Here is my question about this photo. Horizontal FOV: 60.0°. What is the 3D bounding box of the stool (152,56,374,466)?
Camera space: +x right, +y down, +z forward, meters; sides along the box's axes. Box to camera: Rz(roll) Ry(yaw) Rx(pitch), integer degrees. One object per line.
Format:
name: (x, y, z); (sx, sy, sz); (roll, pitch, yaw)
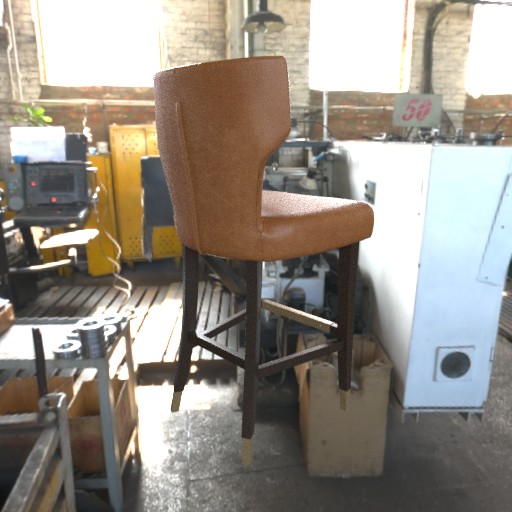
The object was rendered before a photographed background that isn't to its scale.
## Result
stool: (0.000, 0.000, 1.414); (0.526, 1.092, 0.563); (14, 21, 43)
